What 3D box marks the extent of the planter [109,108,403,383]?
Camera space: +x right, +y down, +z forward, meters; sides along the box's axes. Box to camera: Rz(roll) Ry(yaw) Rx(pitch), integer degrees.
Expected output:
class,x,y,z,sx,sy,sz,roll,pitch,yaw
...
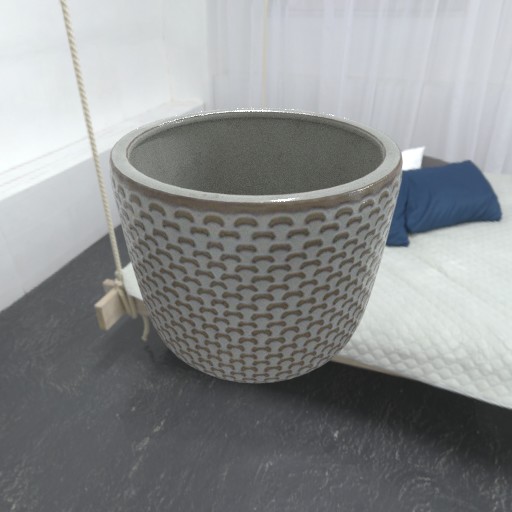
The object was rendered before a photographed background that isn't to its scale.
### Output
class,x,y,z,sx,sy,sz,roll,pitch,yaw
planter,0.000,0.000,0.248,0.139,0.130,0.139,0,32,0
